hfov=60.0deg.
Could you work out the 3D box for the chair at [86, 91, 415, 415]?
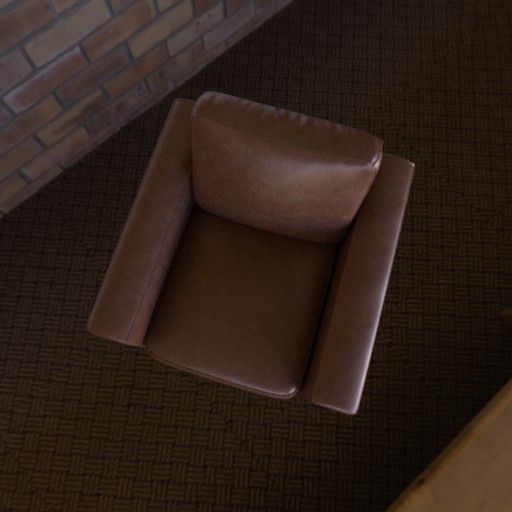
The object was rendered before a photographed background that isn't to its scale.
[{"bbox_3d":[0.000,0.000,1.761,1.005,0.873,1.016,16,77,4],"label":"chair"}]
